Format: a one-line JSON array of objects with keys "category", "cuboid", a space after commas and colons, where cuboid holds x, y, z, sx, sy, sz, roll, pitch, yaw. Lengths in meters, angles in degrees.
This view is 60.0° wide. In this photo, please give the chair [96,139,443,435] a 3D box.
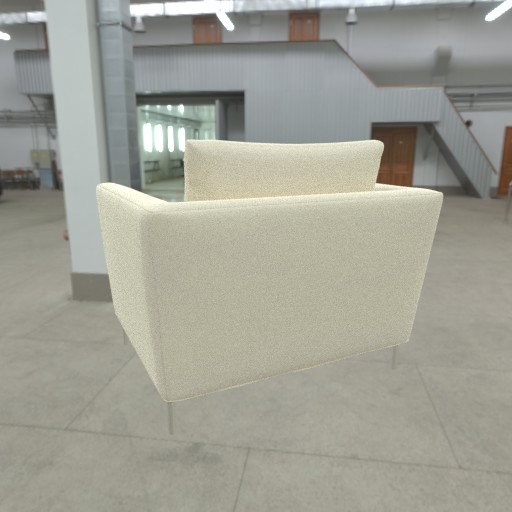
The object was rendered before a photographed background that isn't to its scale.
[{"category": "chair", "cuboid": [0.000, 0.000, 1.713, 1.041, 0.865, 0.889, -7, 15, -26]}]
